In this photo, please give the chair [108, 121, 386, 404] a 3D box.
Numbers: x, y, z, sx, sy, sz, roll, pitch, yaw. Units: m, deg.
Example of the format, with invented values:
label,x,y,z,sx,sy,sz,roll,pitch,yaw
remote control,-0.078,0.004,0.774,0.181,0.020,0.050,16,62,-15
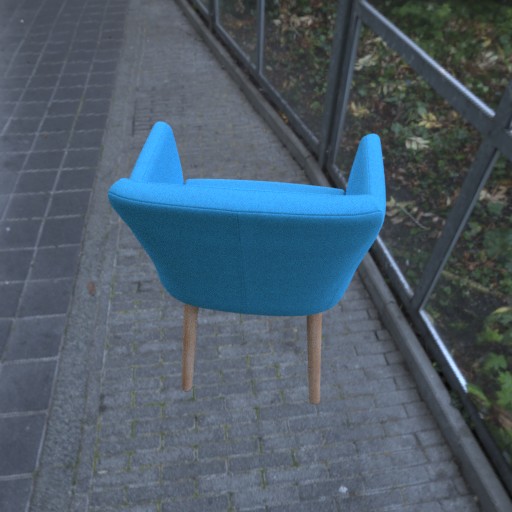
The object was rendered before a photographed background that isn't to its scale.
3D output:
label,x,y,z,sx,sy,sz,roll,pitch,yaw
chair,0.000,0.000,1.142,0.570,0.780,0.540,5,47,4
